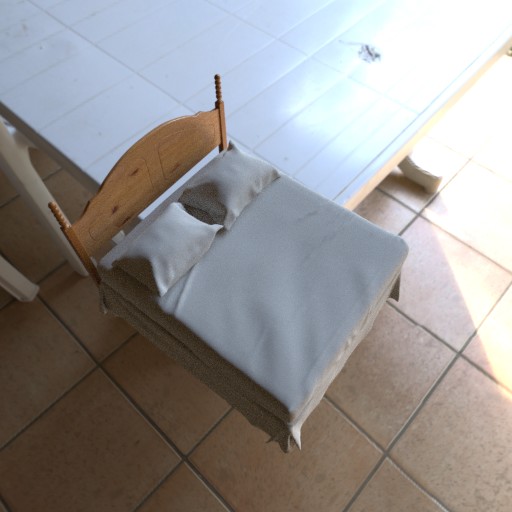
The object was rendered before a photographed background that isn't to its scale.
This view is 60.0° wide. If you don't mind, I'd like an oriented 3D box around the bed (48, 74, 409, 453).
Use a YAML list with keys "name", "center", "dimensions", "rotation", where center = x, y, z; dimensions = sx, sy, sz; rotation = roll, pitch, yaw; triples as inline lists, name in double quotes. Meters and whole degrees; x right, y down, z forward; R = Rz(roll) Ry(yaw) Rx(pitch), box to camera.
- name: "bed"
  center: [0.000, 0.000, 3.337]
  dimensions: [2.040, 1.356, 1.873]
  rotation: [33, 63, 19]
